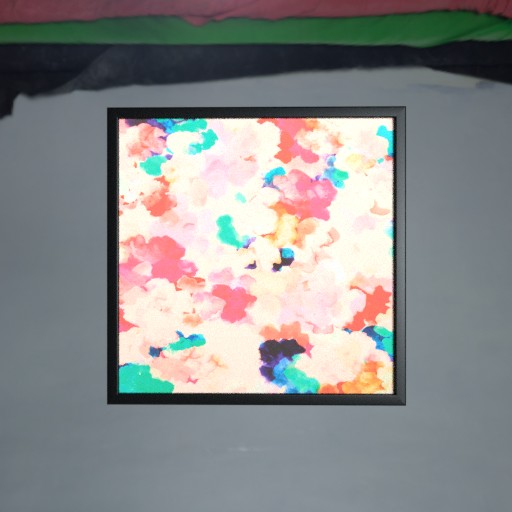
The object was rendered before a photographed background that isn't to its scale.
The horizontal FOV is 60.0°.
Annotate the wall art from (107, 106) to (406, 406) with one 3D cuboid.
[{"bbox_3d":[0.000,0.000,1.139,0.756,0.755,0.036,0,0,1],"label":"wall art"}]
